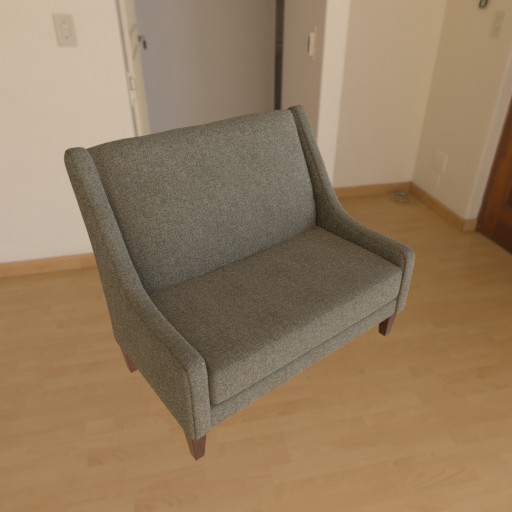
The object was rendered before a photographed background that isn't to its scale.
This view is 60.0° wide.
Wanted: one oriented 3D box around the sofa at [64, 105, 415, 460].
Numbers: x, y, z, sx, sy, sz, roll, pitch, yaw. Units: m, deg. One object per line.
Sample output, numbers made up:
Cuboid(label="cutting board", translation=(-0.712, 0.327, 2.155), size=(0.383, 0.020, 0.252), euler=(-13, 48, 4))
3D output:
Cuboid(label="sofa", translation=(0.000, 0.000, 1.975), size=(1.242, 1.021, 0.870), euler=(-22, 38, -32))
